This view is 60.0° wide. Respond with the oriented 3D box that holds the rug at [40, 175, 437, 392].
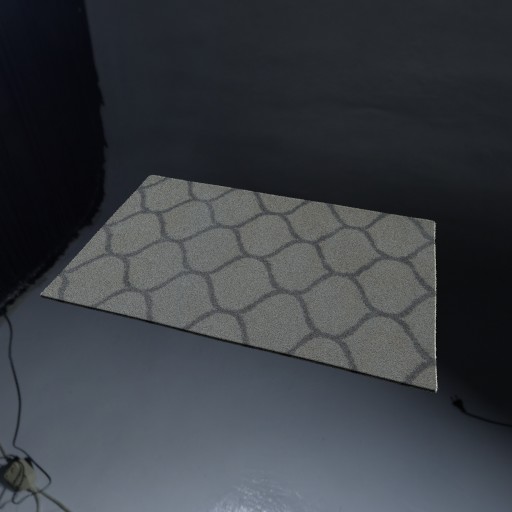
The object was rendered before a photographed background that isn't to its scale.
[{"bbox_3d":[0.000,0.000,3.026,2.348,0.024,1.501,11,42,12],"label":"rug"}]
